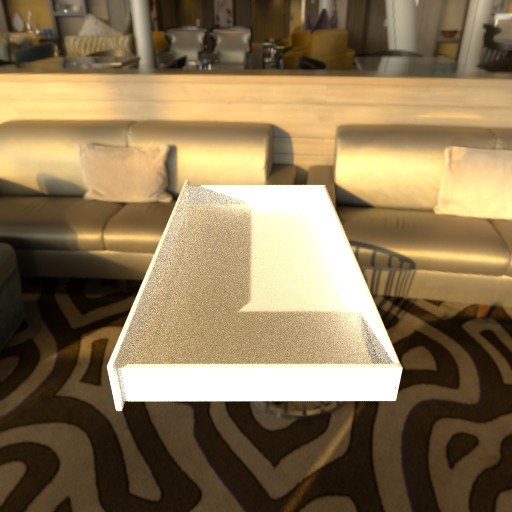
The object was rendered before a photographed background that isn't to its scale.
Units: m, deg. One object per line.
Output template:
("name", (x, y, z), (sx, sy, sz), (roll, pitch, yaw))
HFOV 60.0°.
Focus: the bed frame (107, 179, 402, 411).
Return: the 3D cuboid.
("bed frame", (0.000, 0.000, 1.597), (0.670, 0.141, 1.300), (0, 28, 0))
